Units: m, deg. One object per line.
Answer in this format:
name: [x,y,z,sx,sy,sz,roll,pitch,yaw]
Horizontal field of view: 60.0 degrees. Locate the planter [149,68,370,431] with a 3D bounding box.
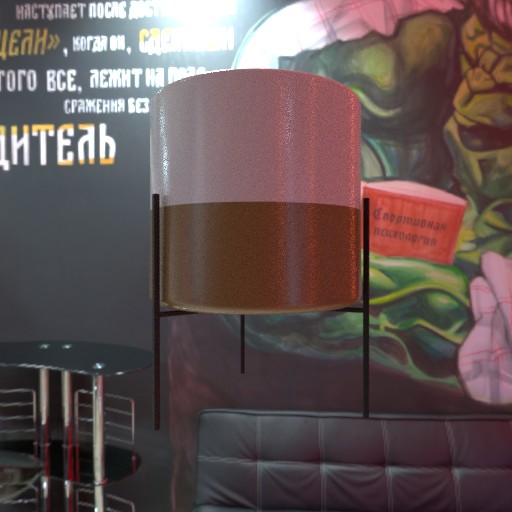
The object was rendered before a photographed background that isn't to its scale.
planter: [0.000,0.000,0.647,0.310,0.432,0.310,0,1,36]
